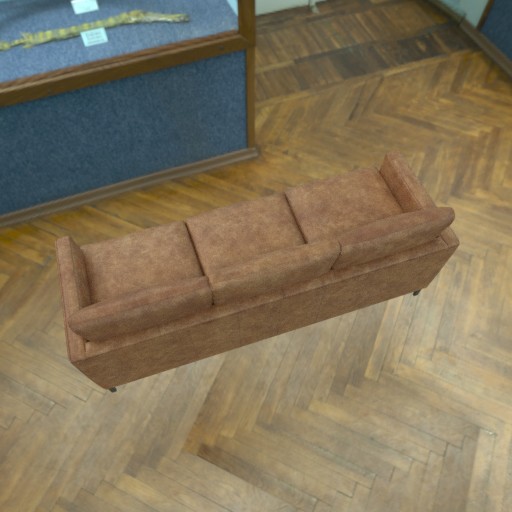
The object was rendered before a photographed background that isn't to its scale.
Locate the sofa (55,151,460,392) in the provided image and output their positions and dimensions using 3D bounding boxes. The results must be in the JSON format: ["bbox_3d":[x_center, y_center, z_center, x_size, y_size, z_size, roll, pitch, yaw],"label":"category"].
[{"bbox_3d":[0.000,0.000,2.470,2.029,0.863,0.748,-16,61,-9],"label":"sofa"}]
